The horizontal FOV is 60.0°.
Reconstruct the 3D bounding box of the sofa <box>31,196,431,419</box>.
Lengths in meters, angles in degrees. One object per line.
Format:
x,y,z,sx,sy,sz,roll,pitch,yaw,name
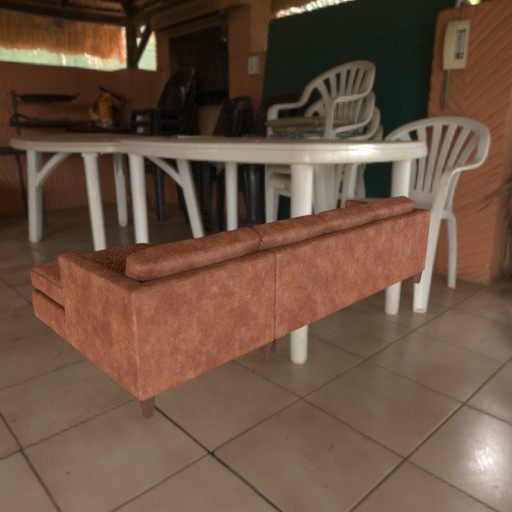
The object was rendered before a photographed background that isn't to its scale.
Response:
0.000,0.000,3.821,3.203,0.883,1.581,-15,22,-42,sofa
